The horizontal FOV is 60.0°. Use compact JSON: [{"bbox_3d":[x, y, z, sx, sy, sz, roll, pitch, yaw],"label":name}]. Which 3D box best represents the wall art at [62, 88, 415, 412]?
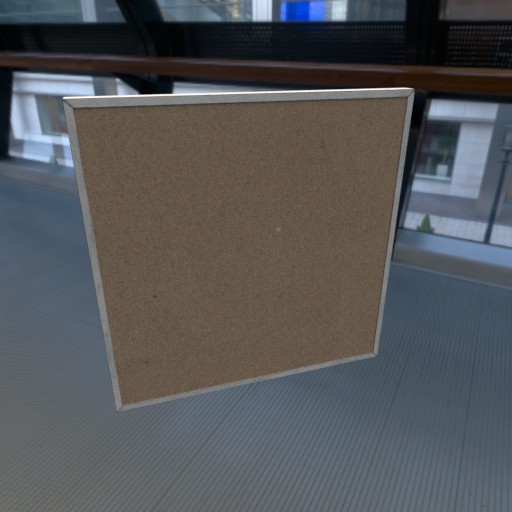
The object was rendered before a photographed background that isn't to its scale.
[{"bbox_3d":[0.000,0.000,1.098,0.762,0.762,0.038,-8,26,-16],"label":"wall art"}]
